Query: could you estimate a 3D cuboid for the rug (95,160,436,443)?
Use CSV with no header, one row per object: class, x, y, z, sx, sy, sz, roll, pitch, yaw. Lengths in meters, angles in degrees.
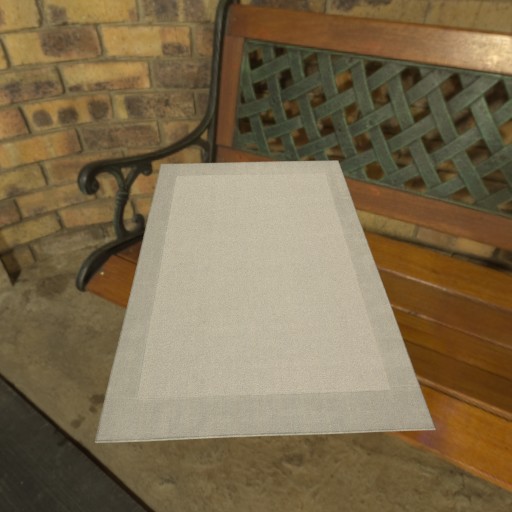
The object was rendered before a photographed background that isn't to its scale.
rug,0.000,0.000,2.890,1.524,0.014,2.438,-2,41,-2
